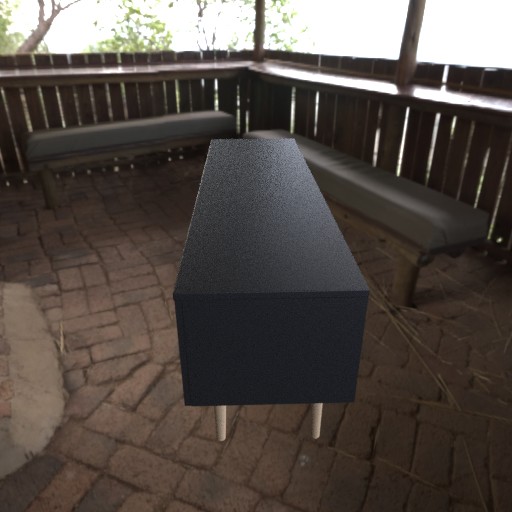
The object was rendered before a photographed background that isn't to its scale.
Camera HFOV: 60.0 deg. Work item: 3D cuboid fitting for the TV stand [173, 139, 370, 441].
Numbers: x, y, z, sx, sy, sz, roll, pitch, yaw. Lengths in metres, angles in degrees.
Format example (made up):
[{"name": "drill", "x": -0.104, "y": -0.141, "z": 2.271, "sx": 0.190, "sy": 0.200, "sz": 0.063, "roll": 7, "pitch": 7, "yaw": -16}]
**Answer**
[{"name": "TV stand", "x": 0.000, "y": 0.000, "z": 1.538, "sx": 0.390, "sy": 0.518, "sz": 1.312, "roll": -1, "pitch": 27, "yaw": -2}]
